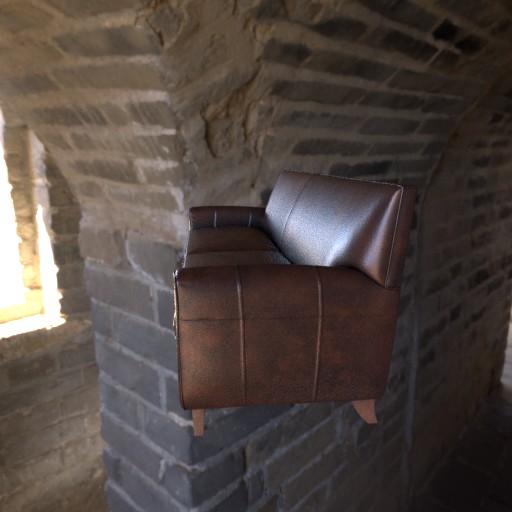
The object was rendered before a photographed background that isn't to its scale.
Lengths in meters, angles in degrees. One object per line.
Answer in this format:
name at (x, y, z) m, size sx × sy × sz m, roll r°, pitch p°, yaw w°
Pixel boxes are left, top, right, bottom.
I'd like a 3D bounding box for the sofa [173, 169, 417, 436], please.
sofa at (0.000, 0.000, 2.389) m, size 0.786 × 0.871 × 1.995 m, roll -1°, pitch 13°, yaw -7°
